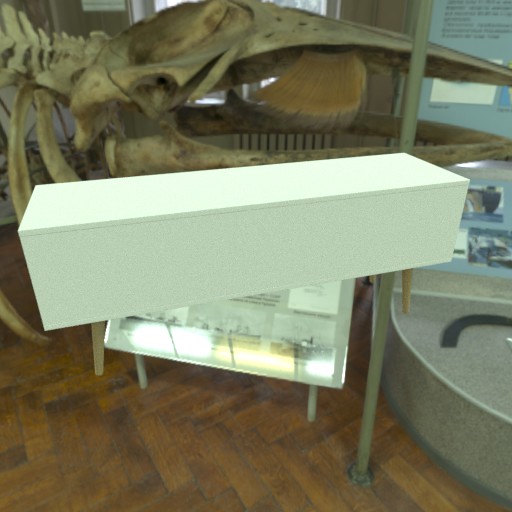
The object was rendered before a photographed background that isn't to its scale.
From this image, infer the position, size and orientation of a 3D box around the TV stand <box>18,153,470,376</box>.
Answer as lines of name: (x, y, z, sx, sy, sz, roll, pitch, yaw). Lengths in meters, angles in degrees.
TV stand: (0.000, 0.000, 1.613, 1.398, 0.560, 0.401, -8, 28, -16)
